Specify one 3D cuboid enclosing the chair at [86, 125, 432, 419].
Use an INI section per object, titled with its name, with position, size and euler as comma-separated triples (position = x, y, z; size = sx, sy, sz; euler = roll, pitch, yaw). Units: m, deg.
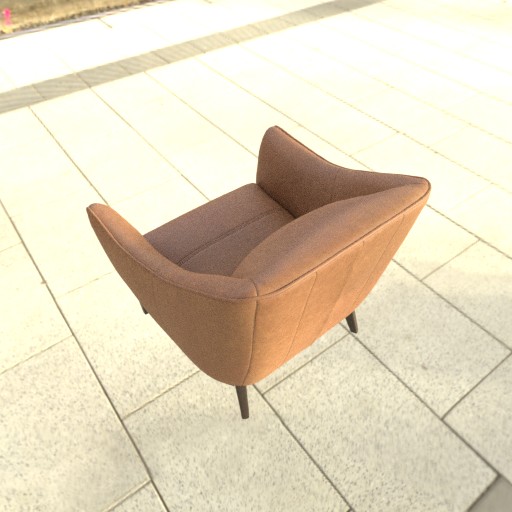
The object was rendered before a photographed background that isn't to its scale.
[chair]
position = 0.000, 0.000, 1.618
size = 0.871, 0.830, 0.852
euler = -30, 54, -26
